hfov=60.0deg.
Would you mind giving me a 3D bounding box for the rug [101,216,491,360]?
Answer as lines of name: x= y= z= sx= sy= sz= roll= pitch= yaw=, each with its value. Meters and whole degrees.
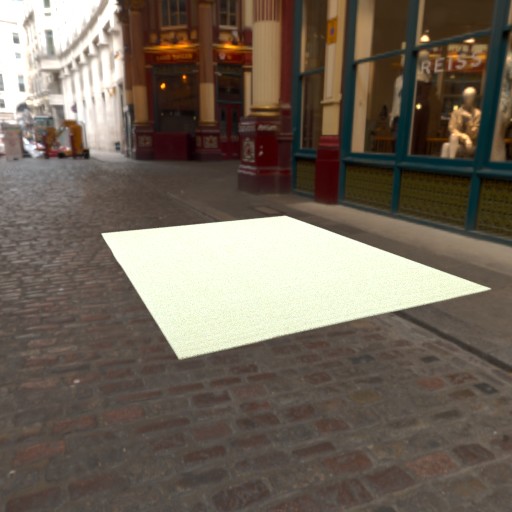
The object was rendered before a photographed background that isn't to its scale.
rug: x=0.000 y=0.000 z=4.240 sx=2.452 sy=0.016 sz=3.204 roll=-8 pitch=18 yaw=-24
